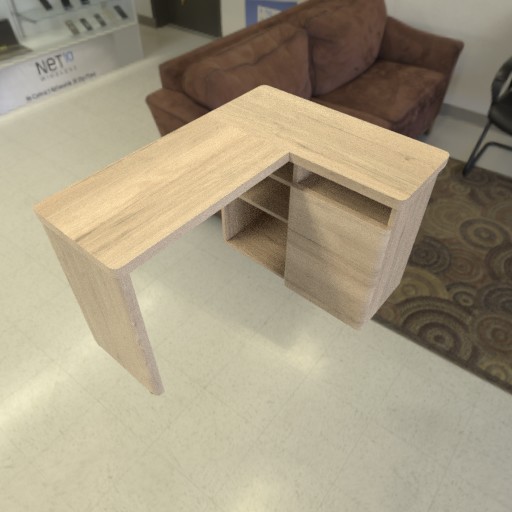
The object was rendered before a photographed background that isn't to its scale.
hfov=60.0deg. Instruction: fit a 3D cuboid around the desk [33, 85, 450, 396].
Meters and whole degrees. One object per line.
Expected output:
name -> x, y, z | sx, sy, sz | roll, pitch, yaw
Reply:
desk -> 0.000, 0.000, 1.791 | 0.900, 0.760, 1.169 | 31, 53, 27
